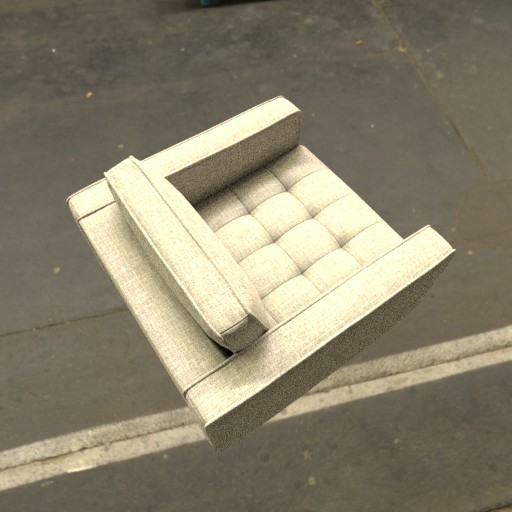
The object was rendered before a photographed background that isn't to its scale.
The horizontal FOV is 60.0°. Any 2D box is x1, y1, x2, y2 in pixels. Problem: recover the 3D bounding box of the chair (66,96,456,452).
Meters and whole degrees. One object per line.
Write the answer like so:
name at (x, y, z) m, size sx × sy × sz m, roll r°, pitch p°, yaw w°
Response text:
chair at (0.000, 0.000, 1.548) m, size 0.914 × 0.765 × 0.889 m, roll -31°, pitch 63°, yaw -18°
